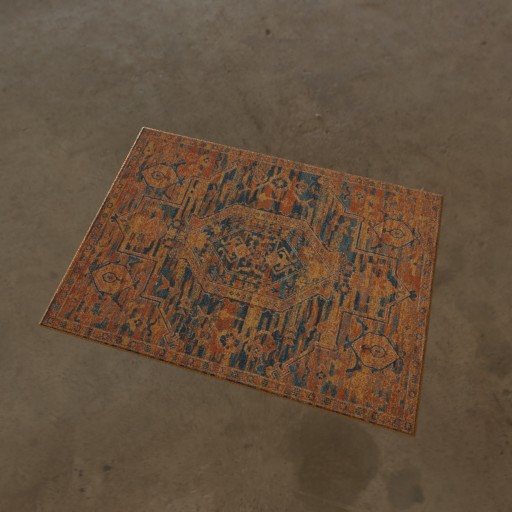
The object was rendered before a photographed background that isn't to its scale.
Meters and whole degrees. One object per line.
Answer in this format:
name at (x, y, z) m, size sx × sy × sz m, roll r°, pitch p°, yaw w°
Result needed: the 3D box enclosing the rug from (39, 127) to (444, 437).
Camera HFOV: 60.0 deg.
rug at (0.000, 0.000, 2.805) m, size 2.204 × 0.024 × 1.588 m, roll 15°, pitch 64°, yaw 7°
